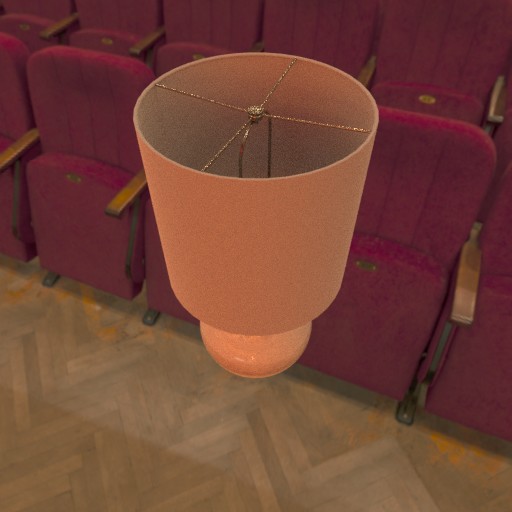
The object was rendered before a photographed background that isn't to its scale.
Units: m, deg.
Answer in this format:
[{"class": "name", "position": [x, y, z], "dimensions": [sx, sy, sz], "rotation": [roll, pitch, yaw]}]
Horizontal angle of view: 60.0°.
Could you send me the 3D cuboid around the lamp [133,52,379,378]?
[{"class": "lamp", "position": [0.000, 0.000, 0.546], "dimensions": [0.217, 0.404, 0.217], "rotation": [18, 50, 15]}]
